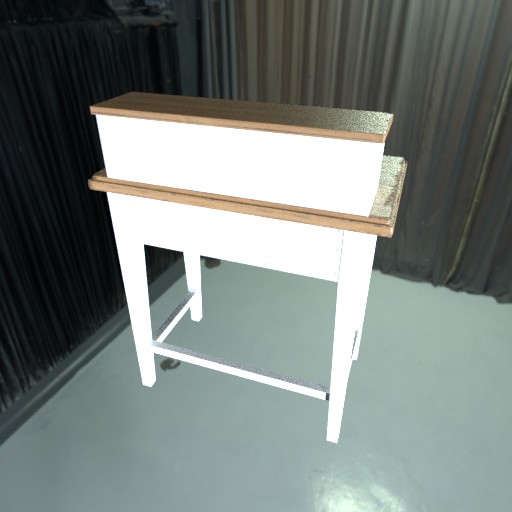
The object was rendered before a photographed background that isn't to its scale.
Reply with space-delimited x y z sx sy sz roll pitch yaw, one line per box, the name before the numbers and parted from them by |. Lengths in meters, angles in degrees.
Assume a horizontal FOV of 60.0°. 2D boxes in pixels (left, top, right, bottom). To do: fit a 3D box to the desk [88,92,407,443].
desk | 0.000 0.000 1.433 0.814 0.981 0.462 11 33 17
